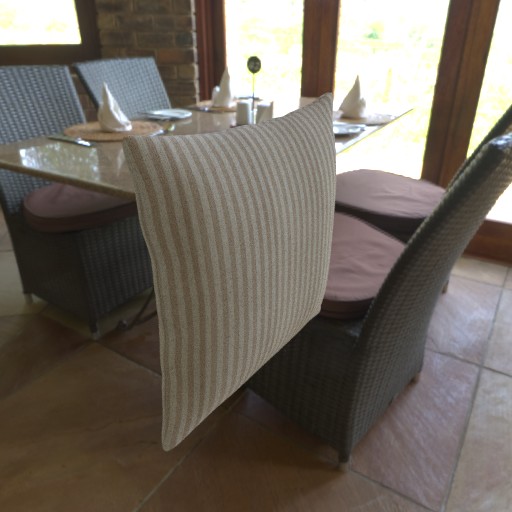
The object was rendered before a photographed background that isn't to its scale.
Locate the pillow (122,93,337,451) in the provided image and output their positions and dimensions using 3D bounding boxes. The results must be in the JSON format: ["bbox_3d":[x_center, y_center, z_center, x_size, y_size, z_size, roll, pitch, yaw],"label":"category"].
[{"bbox_3d":[0.000,0.000,0.802,0.166,0.510,0.523,18,32,31],"label":"pillow"}]
